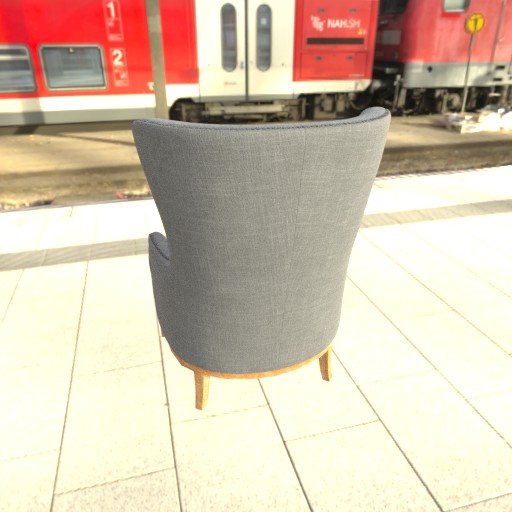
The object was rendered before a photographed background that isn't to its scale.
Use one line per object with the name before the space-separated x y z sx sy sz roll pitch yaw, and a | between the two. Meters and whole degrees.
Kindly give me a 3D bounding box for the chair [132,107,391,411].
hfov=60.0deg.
chair | 0.000 0.000 1.805 0.864 1.176 0.883 -8 27 -15
